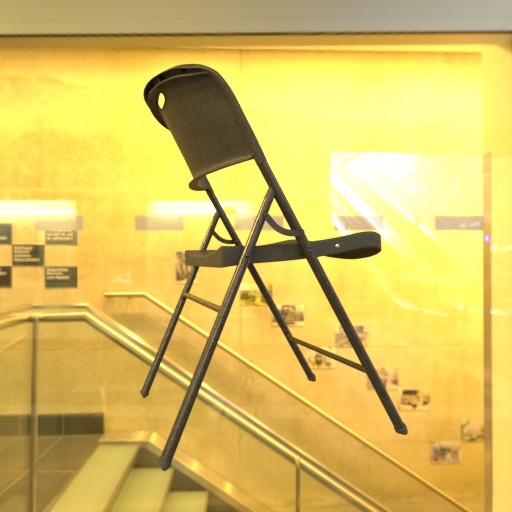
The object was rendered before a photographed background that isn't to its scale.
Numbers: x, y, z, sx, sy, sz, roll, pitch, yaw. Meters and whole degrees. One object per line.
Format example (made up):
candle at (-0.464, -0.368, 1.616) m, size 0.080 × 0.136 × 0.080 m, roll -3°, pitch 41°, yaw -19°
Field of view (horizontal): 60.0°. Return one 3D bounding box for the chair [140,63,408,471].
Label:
chair at (0.000, 0.000, 1.146) m, size 0.566 × 0.810 × 0.494 m, roll 0°, pitch -1°, yaw -19°
